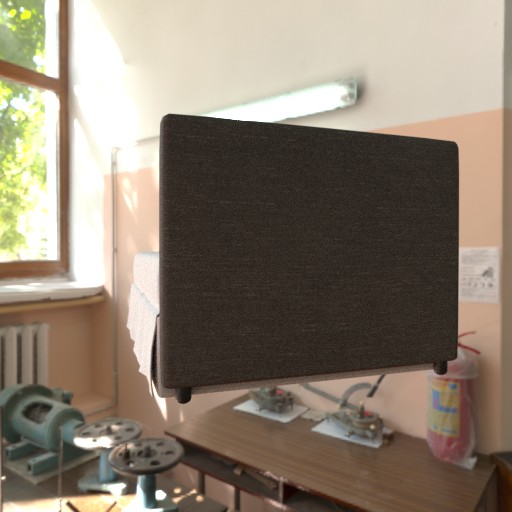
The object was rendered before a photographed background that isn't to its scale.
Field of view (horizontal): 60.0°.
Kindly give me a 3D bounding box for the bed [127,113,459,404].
[{"bbox_3d":[0.000,0.000,3.215,1.723,1.330,2.142,0,1,-19],"label":"bed"}]
